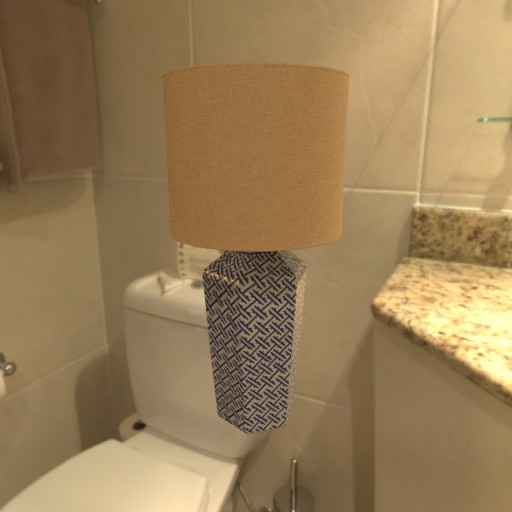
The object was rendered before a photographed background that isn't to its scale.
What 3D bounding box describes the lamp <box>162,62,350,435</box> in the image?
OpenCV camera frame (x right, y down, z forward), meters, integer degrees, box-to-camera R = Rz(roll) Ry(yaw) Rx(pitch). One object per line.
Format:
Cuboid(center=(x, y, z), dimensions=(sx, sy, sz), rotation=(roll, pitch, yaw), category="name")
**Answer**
Cuboid(center=(0.000, 0.000, 0.854), dimensions=(0.320, 0.682, 0.320), rotation=(-3, 15, -10), category="lamp")
